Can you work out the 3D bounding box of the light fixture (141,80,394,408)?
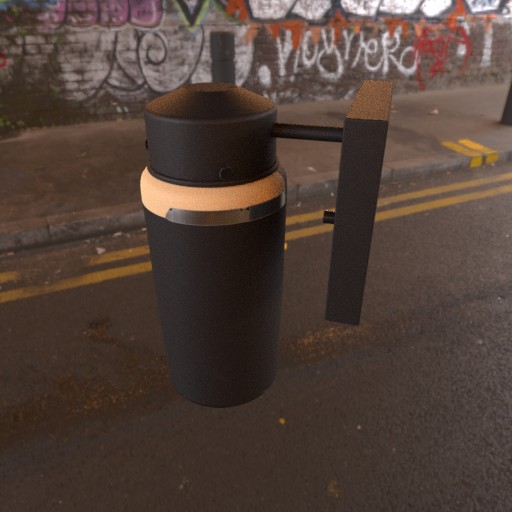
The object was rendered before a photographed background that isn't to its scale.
[{"bbox_3d":[0.000,0.000,0.359,0.176,0.257,0.130,8,31,14],"label":"light fixture"}]
